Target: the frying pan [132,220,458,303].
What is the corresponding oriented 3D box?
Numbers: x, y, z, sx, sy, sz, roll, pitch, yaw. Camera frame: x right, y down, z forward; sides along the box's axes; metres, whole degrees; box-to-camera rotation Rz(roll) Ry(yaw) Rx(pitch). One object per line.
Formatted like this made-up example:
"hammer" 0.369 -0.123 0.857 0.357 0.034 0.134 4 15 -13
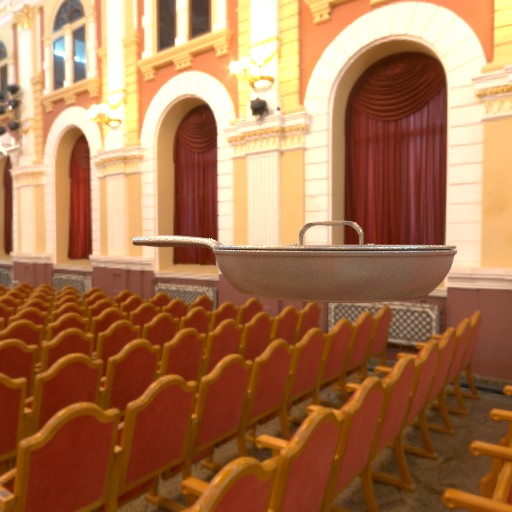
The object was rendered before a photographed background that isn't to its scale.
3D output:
"frying pan" 0.000 0.000 0.585 0.490 0.086 0.272 1 2 38
